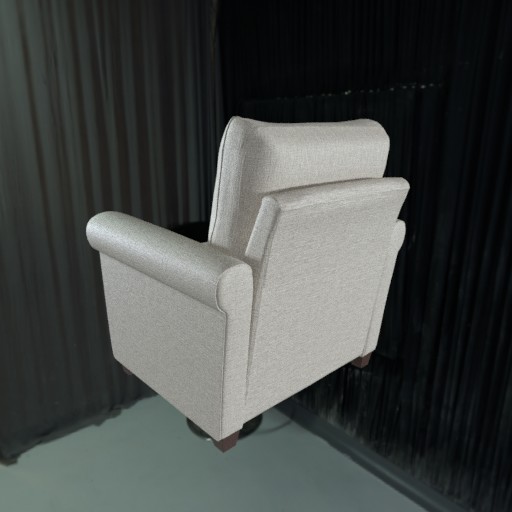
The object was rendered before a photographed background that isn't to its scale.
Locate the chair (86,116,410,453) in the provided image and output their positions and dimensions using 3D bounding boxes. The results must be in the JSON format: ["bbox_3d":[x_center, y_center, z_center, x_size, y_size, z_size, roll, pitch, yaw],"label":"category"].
[{"bbox_3d":[0.000,0.000,2.278,1.275,1.349,1.180,-15,22,-41],"label":"chair"}]
